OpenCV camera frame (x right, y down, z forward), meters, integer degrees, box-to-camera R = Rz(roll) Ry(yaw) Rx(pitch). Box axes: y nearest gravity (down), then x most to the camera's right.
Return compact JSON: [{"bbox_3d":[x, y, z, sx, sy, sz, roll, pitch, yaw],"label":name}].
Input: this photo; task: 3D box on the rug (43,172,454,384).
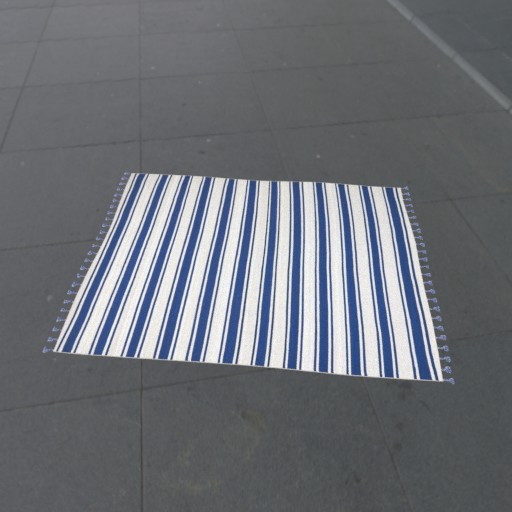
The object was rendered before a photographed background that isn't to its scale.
[{"bbox_3d":[0.000,0.000,4.436,3.416,0.016,2.471,4,48,3],"label":"rug"}]
